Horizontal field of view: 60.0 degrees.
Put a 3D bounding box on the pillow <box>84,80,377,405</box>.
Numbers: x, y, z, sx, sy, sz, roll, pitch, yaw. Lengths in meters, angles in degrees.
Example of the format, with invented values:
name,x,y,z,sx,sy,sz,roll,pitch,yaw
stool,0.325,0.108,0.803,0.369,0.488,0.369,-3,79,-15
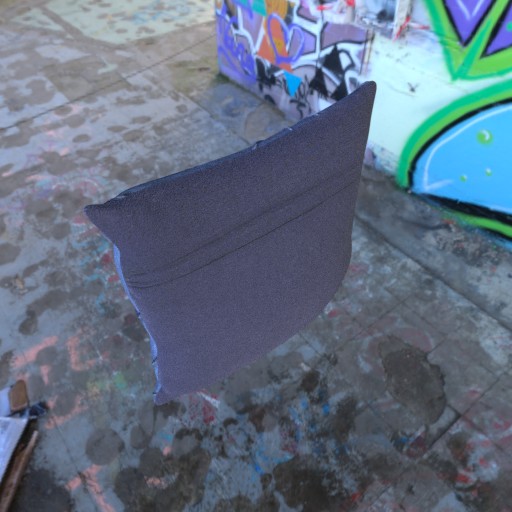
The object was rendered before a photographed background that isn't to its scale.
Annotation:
name,x,y,z,sx,sy,sz,roll,pitch,yaw
pillow,0.000,0.000,0.685,0.439,0.440,0.183,-30,53,-25
